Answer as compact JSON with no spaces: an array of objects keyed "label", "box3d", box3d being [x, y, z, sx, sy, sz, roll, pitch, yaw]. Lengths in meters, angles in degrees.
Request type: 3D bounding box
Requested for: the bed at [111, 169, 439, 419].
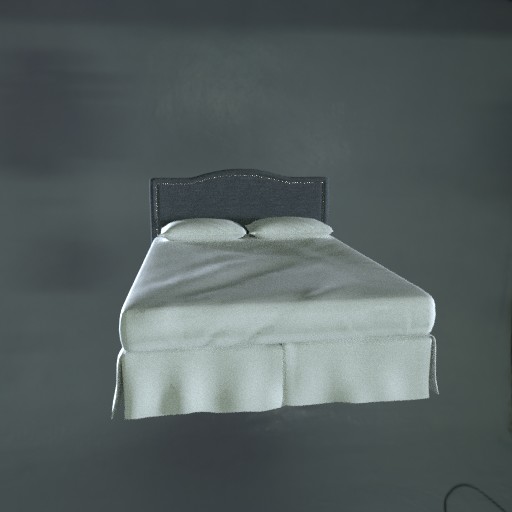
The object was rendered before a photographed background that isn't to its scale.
[{"label":"bed","box3d":[0.000,0.000,3.965,2.161,1.457,2.689,-2,13,-8]}]
